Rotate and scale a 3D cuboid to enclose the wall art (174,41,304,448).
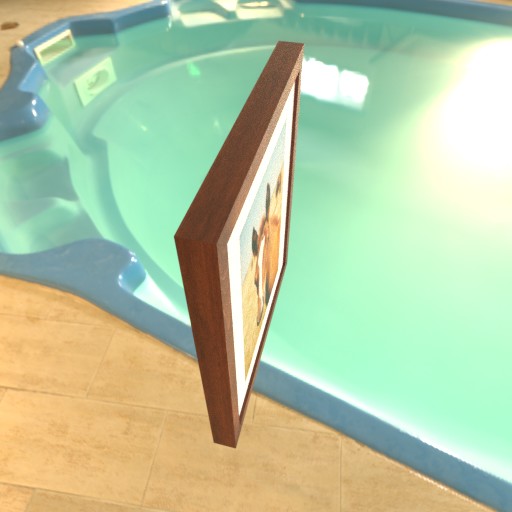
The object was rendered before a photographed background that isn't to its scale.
[{"bbox_3d":[0.000,0.000,0.544,0.030,0.381,0.330,11,48,10],"label":"wall art"}]
